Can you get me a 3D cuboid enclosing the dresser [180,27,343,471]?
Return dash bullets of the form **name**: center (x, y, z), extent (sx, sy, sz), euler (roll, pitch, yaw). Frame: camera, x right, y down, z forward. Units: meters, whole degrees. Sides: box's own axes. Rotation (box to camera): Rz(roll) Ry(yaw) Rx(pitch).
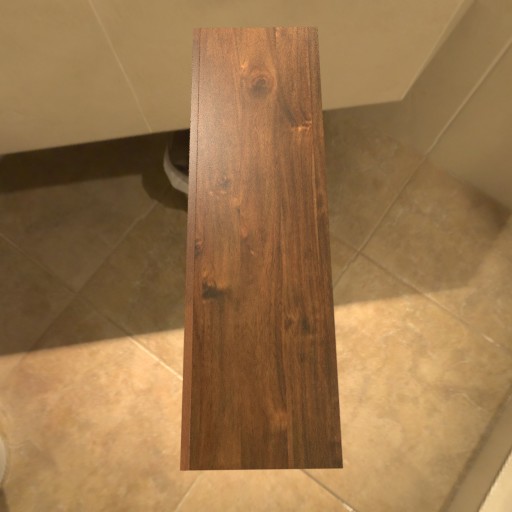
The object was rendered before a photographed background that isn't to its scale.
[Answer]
- **dresser**: center (0.000, 0.000, 1.769), extent (0.446, 0.873, 1.400), euler (-1, 75, 0)
